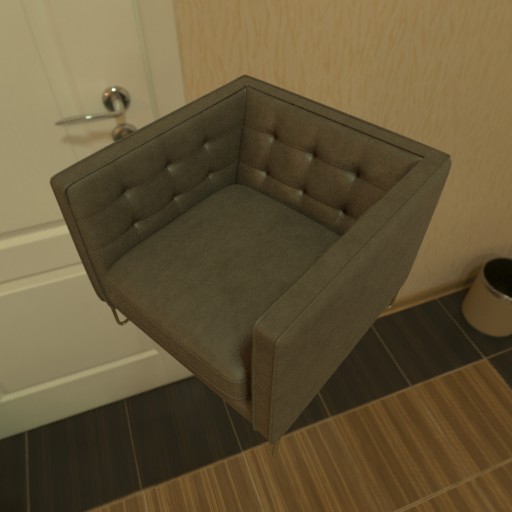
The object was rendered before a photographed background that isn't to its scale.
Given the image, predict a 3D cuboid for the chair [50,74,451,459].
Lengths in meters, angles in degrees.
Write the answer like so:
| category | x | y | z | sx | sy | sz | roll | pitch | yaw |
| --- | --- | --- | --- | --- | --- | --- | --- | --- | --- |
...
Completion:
| category | x | y | z | sx | sy | sz | roll | pitch | yaw |
| --- | --- | --- | --- | --- | --- | --- | --- | --- | --- |
| chair | 0.000 | 0.000 | 1.592 | 0.880 | 0.790 | 0.894 | 32 | 55 | 26 |
